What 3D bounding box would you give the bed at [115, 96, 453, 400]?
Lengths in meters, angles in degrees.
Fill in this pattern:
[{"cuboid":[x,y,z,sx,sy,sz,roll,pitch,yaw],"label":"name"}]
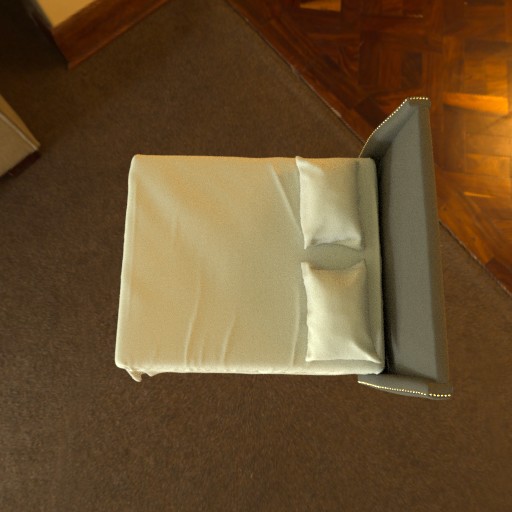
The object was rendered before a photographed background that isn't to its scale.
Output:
[{"cuboid":[0.000,0.000,3.332,2.276,1.332,1.925,1,77,0],"label":"bed"}]
